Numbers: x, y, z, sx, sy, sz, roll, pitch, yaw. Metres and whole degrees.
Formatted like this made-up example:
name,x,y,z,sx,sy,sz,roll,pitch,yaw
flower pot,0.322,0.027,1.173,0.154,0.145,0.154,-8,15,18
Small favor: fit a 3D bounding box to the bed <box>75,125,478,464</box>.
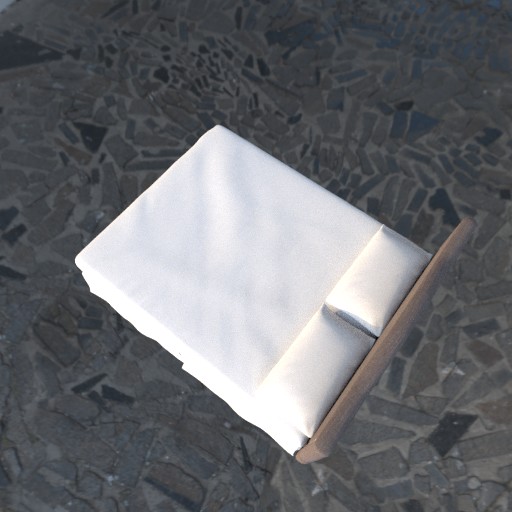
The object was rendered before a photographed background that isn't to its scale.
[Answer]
name,x,y,z,sx,sy,sz,roll,pitch,yaw
bed,0.000,0.000,3.900,2.689,1.457,2.161,35,69,16
